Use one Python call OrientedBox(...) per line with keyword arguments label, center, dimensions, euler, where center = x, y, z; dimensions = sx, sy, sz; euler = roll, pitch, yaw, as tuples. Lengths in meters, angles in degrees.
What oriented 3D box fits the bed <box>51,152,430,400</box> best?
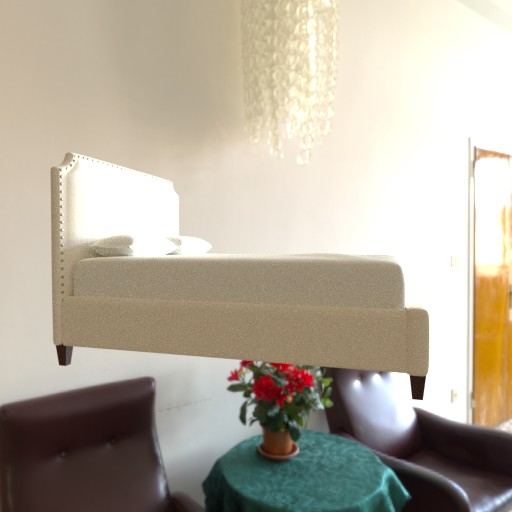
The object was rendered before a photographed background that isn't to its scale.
OrientedBox(label="bed", center=(0.000, 0.000, 3.383), dimensions=(2.365, 1.443, 1.712), euler=(0, 1, 17))
